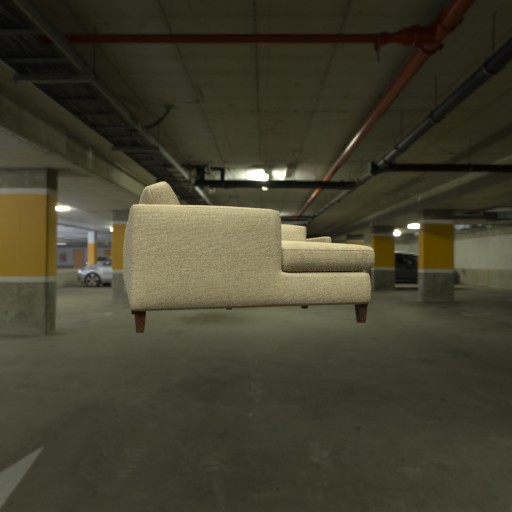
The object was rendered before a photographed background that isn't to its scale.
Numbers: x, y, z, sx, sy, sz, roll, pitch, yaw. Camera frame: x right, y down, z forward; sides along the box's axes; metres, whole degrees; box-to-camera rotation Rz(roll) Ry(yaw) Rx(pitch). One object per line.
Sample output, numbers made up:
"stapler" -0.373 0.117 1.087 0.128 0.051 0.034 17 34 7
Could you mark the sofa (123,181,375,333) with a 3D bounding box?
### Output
"sofa" 0.000 0.000 4.551 2.593 0.959 3.460 0 -1 -17
